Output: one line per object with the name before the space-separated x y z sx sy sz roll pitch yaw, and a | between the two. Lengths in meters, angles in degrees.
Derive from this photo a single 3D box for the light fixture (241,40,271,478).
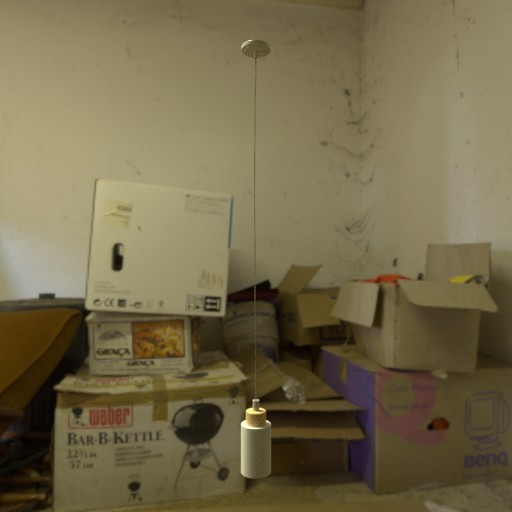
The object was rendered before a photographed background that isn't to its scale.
light fixture | 0.000 0.000 1.877 0.125 1.798 0.125 1 -2 -36
